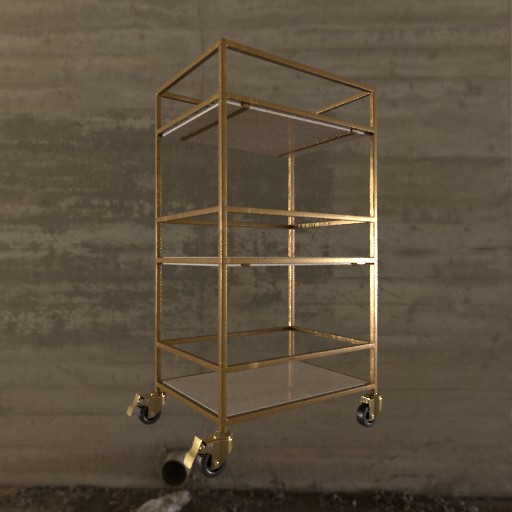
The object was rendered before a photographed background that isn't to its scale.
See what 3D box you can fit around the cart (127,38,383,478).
[{"bbox_3d":[0.000,0.000,0.998,0.483,0.761,0.332,0,0,-35],"label":"cart"}]
